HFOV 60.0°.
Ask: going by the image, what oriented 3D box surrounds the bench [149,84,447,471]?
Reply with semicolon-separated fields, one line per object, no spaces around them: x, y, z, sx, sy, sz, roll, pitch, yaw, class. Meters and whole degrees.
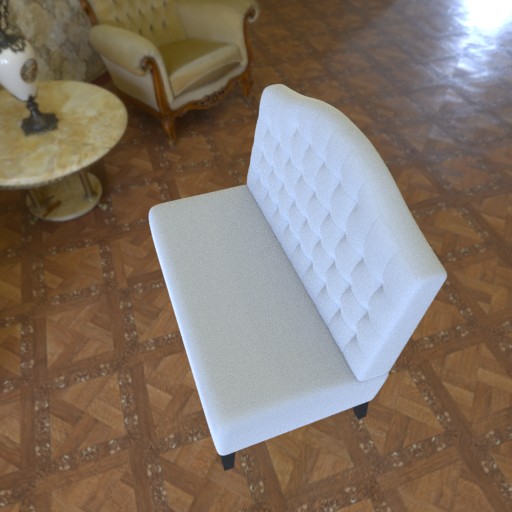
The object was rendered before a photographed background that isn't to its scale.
0.000;0.000;2.012;0.815;1.180;1.335;-15;49;-14;bench
